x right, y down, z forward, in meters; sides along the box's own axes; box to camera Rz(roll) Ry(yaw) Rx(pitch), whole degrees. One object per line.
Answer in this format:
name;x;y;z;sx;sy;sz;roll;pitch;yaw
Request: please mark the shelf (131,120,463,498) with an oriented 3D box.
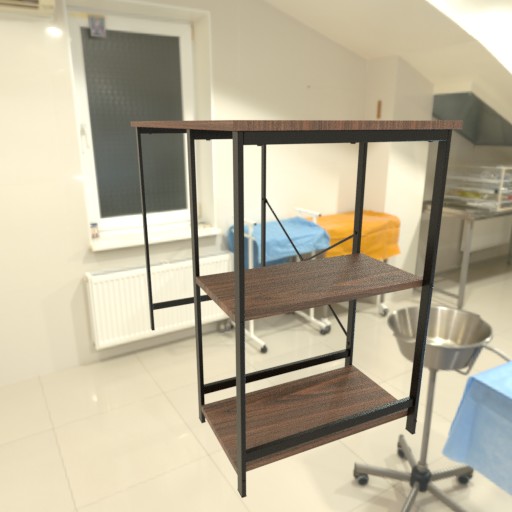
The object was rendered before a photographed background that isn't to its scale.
shelf;0.000;0.000;1.288;0.498;0.750;0.902;-8;18;-24
